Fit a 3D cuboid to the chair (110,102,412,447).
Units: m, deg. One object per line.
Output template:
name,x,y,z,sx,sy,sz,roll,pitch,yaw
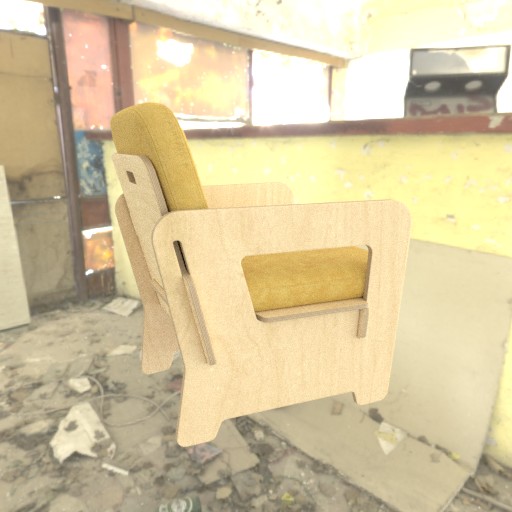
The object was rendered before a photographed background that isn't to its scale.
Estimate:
chair,0.000,0.000,1.275,0.710,0.800,0.590,-7,16,-25
